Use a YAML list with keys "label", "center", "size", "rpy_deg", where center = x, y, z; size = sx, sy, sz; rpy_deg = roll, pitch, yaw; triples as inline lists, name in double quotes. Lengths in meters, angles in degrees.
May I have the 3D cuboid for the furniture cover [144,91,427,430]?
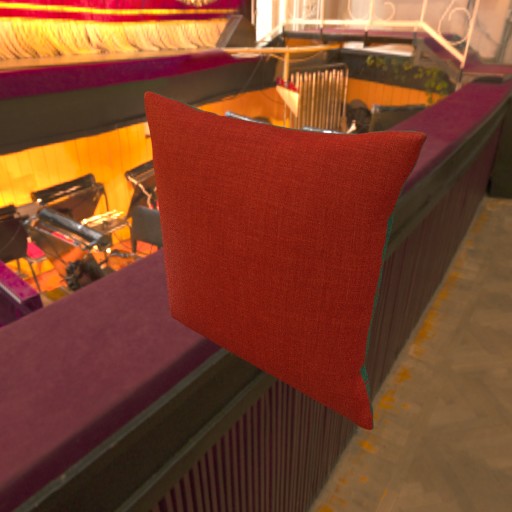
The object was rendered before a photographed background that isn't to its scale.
- label: "furniture cover"
  center: [0.000, 0.000, 0.783]
  size: [0.517, 0.508, 0.158]
  rpy_deg: [22, 36, 33]
